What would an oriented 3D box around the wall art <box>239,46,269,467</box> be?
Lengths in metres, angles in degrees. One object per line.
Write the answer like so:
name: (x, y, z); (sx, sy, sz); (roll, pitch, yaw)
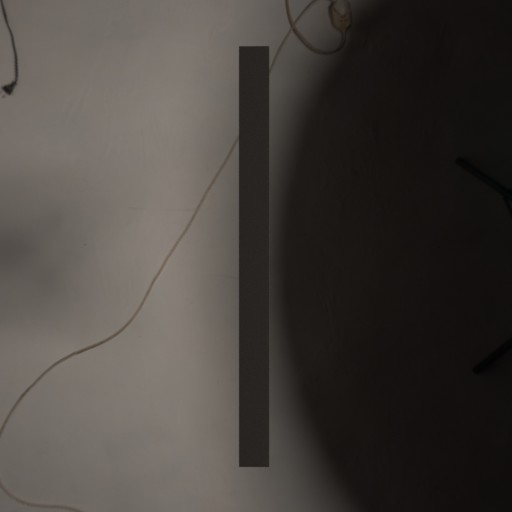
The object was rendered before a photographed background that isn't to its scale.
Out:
wall art: (0.000, 0.000, 0.548); (0.024, 0.404, 0.329); (0, 90, 0)
